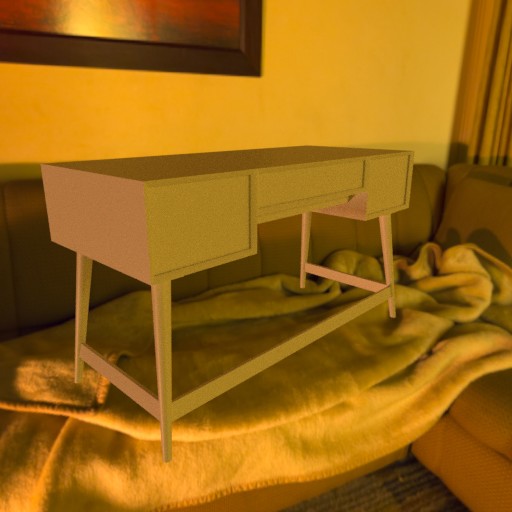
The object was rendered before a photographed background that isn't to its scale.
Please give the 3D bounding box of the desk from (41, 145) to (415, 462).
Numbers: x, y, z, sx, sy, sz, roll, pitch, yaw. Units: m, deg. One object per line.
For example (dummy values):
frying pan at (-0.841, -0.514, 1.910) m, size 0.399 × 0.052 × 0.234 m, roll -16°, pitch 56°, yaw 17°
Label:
desk at (0.000, 0.000, 1.728) m, size 0.589 × 0.762 × 1.313 m, roll 16°, pitch 23°, yaw 42°
